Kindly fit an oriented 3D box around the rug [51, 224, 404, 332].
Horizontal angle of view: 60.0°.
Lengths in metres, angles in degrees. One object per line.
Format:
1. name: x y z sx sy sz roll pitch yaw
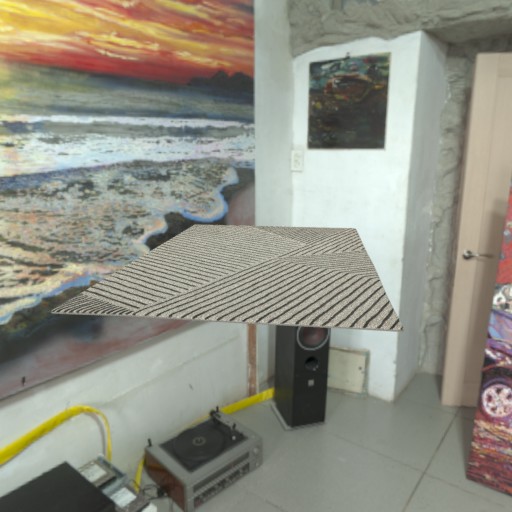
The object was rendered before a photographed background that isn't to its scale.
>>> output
1. rug: 0.000 0.000 3.040 1.539 0.023 2.406 2 14 8
